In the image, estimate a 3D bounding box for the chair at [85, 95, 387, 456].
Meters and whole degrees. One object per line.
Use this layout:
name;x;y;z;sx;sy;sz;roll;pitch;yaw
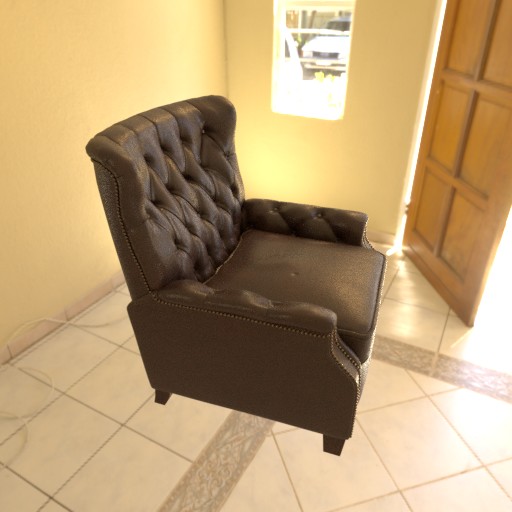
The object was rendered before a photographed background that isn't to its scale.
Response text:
chair;0.000;0.000;1.452;0.823;0.864;0.709;10;32;17
